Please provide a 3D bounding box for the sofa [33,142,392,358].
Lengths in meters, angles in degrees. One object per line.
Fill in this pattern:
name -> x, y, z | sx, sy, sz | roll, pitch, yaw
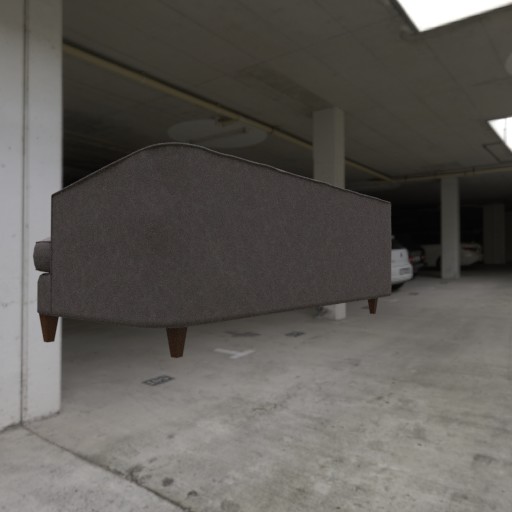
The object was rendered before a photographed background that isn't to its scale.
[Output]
sofa -> 0.000, 0.000, 2.650 | 0.917, 0.806, 2.247 | -1, -1, 38
